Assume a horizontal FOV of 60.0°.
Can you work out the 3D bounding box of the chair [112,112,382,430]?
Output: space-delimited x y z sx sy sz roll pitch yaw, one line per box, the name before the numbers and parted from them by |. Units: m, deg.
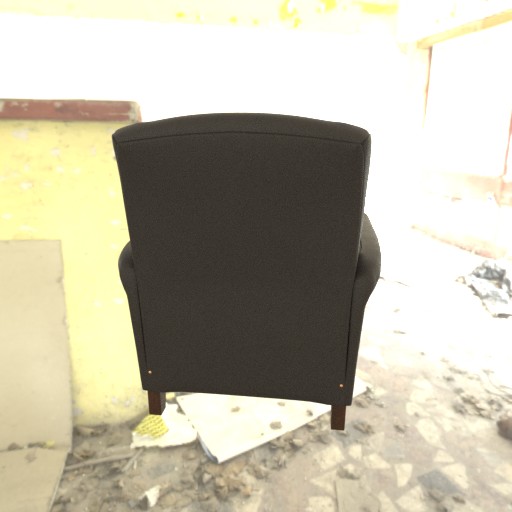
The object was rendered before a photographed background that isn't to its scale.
chair | 0.000 0.000 1.767 0.978 1.061 0.902 2 16 7
